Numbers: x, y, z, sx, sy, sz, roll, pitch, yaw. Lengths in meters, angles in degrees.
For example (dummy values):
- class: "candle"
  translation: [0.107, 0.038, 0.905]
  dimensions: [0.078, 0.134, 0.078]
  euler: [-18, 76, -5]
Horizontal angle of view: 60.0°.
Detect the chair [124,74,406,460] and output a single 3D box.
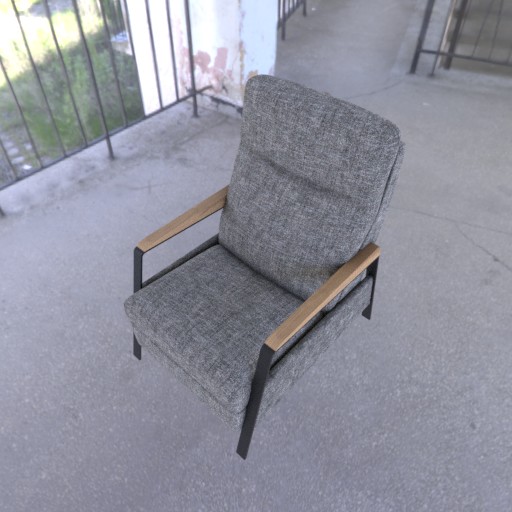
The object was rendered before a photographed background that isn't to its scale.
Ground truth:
- class: "chair"
  translation: [0.000, 0.000, 1.651]
  dimensions: [0.671, 1.042, 0.868]
  euler: [33, 54, 28]
